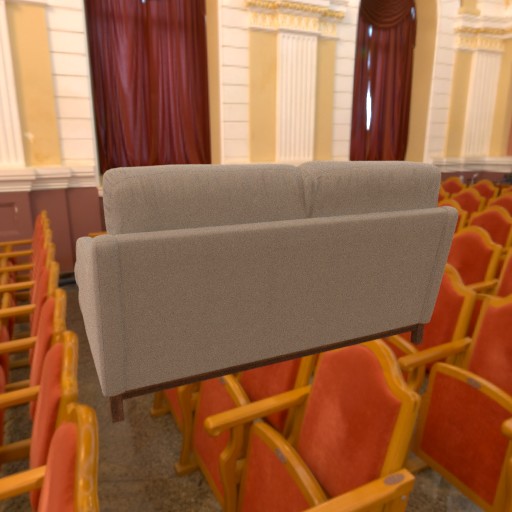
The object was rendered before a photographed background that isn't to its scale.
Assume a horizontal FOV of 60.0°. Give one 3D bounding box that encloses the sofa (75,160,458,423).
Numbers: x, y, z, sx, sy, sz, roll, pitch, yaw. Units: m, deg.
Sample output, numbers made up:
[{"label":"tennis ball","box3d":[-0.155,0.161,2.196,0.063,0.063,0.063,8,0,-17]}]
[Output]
[{"label":"sofa","box3d":[0.000,0.000,2.141,1.589,0.921,0.987,-7,16,-25]}]
